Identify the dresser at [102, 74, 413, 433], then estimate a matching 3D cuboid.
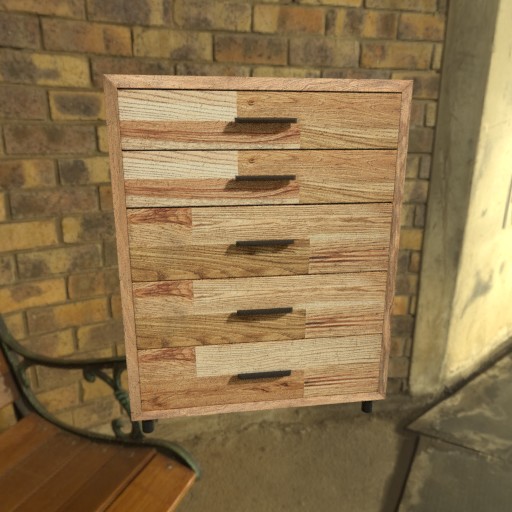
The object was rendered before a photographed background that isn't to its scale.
[{"bbox_3d":[0.000,0.000,1.714,0.966,1.243,0.480,-2,15,-8],"label":"dresser"}]
